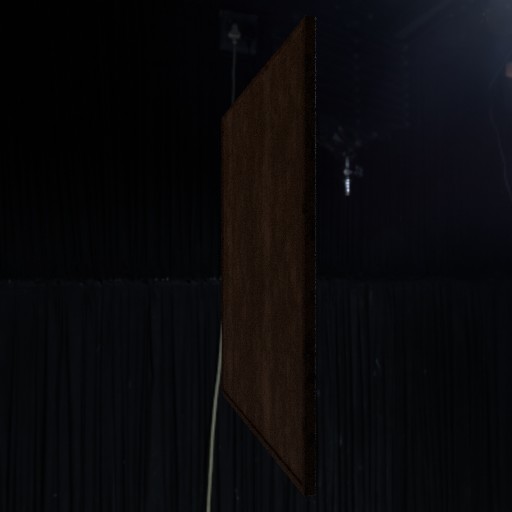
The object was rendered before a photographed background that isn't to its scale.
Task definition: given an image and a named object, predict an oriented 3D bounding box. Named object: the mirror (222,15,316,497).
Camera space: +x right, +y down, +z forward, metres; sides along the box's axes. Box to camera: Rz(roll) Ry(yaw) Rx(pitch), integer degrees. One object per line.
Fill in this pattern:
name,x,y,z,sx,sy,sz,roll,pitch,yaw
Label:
mirror,0.000,0.000,1.391,0.028,1.099,0.796,0,0,-18
